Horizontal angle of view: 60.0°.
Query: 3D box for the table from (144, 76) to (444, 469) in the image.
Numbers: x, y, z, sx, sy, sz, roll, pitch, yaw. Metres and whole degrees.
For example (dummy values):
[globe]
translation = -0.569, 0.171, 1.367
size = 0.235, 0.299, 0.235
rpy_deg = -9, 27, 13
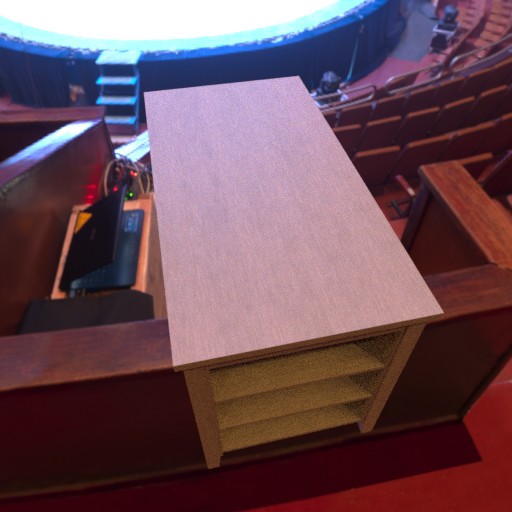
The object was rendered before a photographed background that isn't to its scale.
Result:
[table]
translation = 0.000, 0.000, 1.924
size = 0.729, 0.874, 1.397
rpy_deg = -9, 49, -8
